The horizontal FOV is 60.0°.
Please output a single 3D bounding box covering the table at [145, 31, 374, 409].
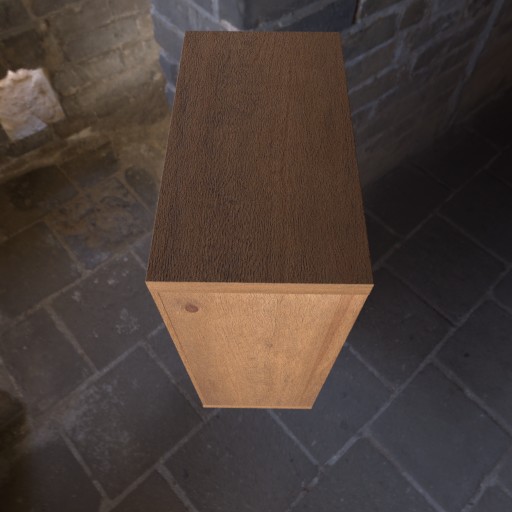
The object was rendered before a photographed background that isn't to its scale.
[{"bbox_3d":[0.000,0.000,1.742,0.524,1.294,0.901,1,59,0],"label":"table"}]
